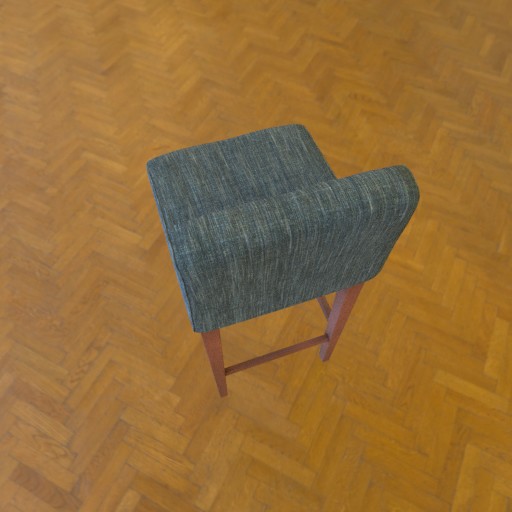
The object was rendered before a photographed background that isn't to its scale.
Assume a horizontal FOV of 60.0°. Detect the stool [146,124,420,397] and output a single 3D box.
[{"bbox_3d":[0.000,0.000,1.094,0.395,0.835,0.459,-16,59,-10],"label":"stool"}]
